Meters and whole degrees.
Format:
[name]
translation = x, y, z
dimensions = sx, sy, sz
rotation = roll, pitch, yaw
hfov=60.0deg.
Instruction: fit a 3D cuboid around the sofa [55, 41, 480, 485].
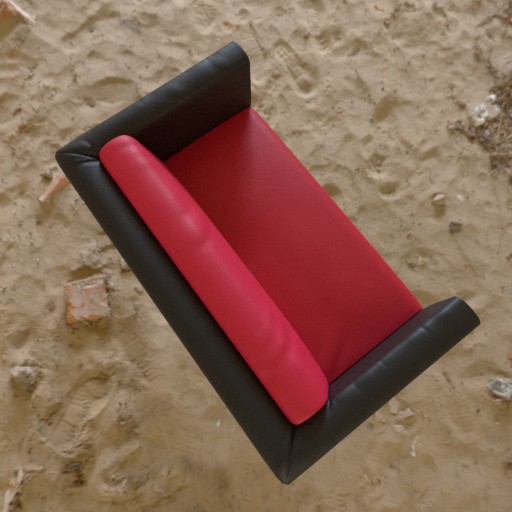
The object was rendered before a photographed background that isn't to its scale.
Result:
[sofa]
translation = 0.000, 0.000, 1.842
dimensions = 0.845, 0.735, 1.410
rotation = -36, 78, -9
